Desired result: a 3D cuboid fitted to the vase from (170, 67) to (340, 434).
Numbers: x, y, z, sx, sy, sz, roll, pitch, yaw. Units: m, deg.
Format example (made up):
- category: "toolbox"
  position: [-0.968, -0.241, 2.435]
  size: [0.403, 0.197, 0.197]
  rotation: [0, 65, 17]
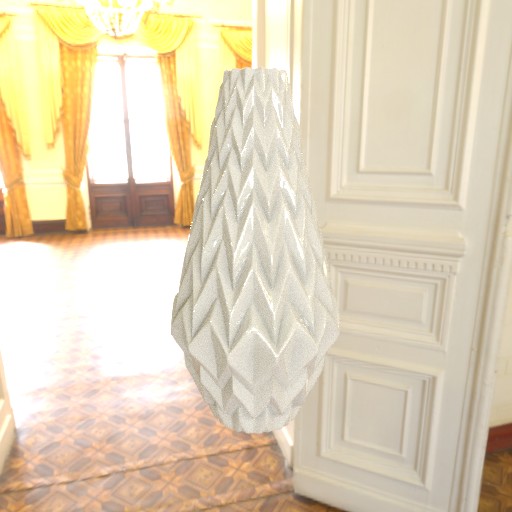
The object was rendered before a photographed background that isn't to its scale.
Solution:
- category: "vase"
  position: [0.000, 0.000, 0.423]
  size: [0.167, 0.328, 0.167]
  rotation: [0, 15, 0]
